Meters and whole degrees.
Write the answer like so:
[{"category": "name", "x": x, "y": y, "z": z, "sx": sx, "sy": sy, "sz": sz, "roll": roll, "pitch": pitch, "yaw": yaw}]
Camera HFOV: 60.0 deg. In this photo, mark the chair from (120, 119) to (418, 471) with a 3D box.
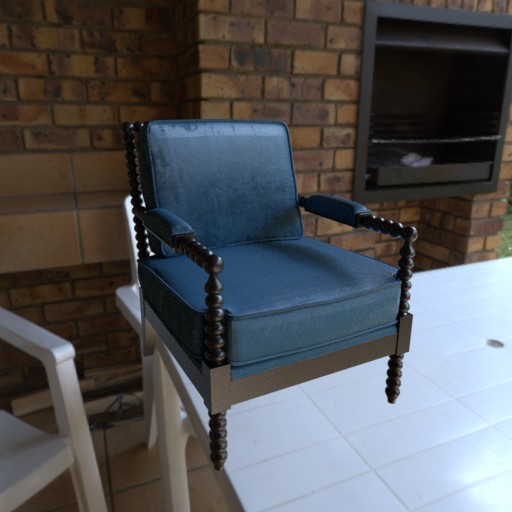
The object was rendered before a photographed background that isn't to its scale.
[{"category": "chair", "x": 0.000, "y": 0.000, "z": 1.445, "sx": 0.688, "sy": 0.857, "sz": 0.805, "roll": -9, "pitch": 19, "yaw": -27}]
